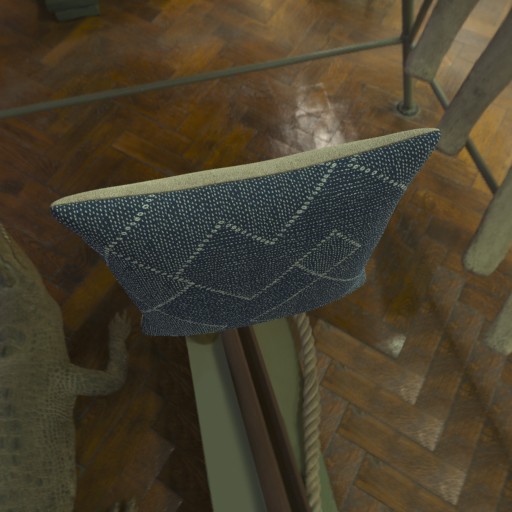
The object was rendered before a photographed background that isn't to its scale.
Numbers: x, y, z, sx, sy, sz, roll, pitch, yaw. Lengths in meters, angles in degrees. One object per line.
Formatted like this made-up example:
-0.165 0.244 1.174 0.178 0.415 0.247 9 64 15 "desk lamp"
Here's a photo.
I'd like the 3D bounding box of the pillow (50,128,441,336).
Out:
0.000 0.000 0.661 0.435 0.428 0.148 -12 65 -6 "pillow"
